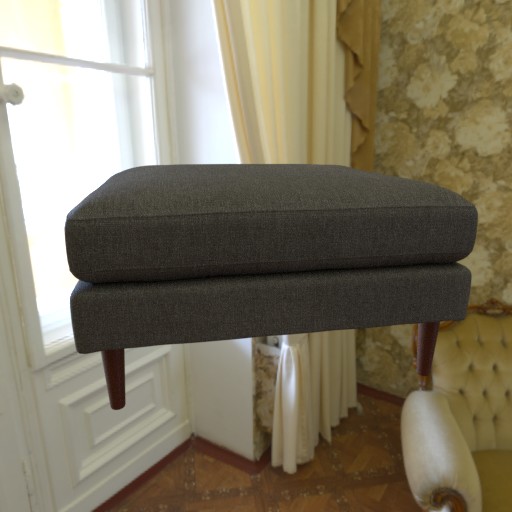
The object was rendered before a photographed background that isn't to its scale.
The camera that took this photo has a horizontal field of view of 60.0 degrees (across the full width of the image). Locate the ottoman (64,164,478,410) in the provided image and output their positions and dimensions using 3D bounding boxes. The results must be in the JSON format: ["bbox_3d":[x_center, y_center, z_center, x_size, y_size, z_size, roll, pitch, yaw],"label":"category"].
[{"bbox_3d":[0.000,0.000,1.194,0.821,0.474,0.693,-3,16,-10],"label":"ottoman"}]
